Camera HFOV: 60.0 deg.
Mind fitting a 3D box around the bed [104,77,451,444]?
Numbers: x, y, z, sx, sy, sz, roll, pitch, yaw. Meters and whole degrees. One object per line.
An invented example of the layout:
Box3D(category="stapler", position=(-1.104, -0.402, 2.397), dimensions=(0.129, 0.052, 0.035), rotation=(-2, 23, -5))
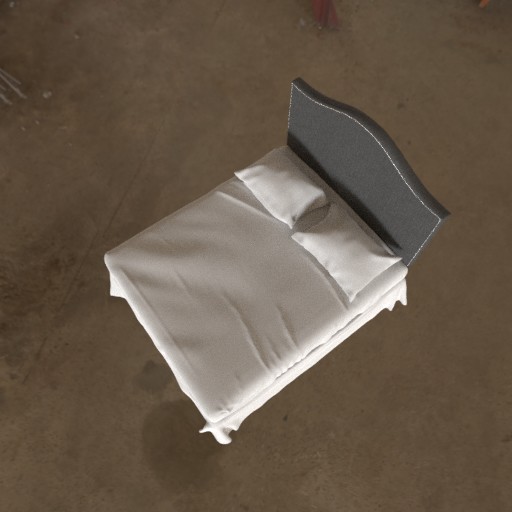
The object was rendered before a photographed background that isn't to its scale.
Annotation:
Box3D(category="bed", position=(0.000, 0.000, 3.485), dimensions=(2.221, 1.645, 1.876), rotation=(-34, 68, -15))
